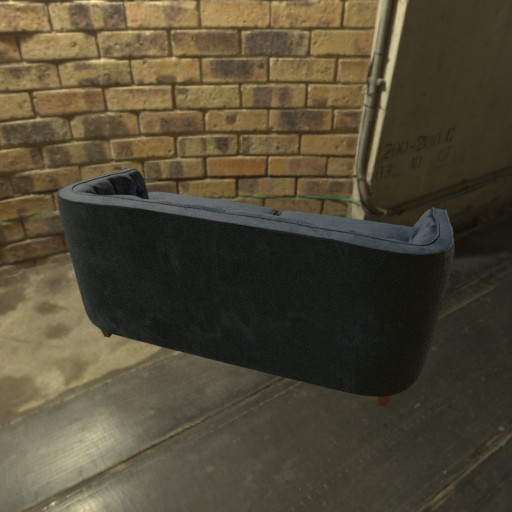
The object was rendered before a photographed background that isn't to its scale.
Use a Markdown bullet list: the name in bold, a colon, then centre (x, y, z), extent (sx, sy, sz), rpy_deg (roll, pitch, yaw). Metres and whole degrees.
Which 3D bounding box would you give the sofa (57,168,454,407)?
- **sofa**: centre (0.000, 0.000, 2.222), extent (1.733, 0.854, 0.941), rpy_deg (10, 33, 16)
